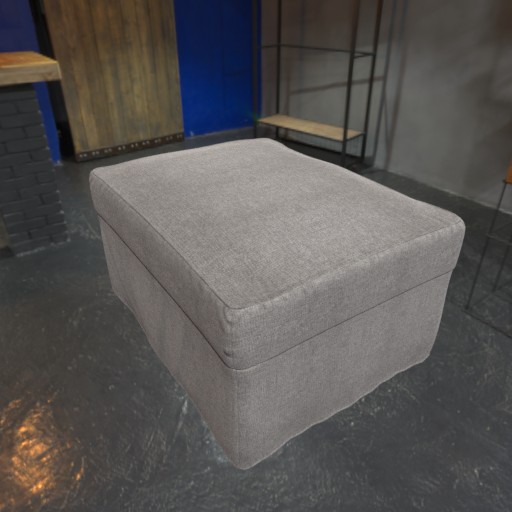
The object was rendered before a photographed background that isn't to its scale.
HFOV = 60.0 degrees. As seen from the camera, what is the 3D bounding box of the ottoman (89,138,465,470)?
[{"bbox_3d":[0.000,0.000,1.258,0.652,0.492,0.833,-19,36,-29],"label":"ottoman"}]
